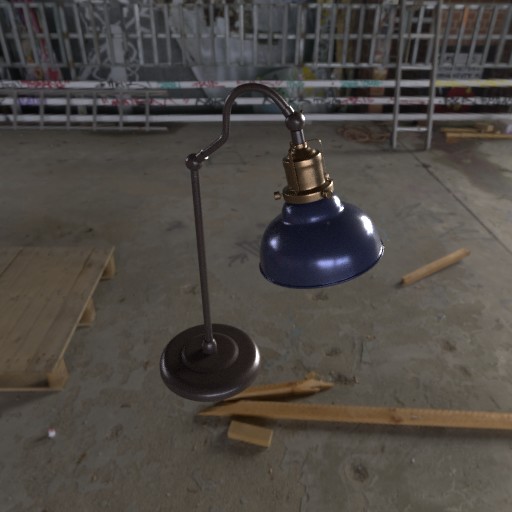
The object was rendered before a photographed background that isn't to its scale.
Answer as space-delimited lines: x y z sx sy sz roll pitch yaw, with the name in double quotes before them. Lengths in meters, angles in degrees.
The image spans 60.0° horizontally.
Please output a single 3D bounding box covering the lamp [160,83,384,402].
"lamp" 0.000 0.000 0.688 0.374 0.508 0.192 10 33 16
